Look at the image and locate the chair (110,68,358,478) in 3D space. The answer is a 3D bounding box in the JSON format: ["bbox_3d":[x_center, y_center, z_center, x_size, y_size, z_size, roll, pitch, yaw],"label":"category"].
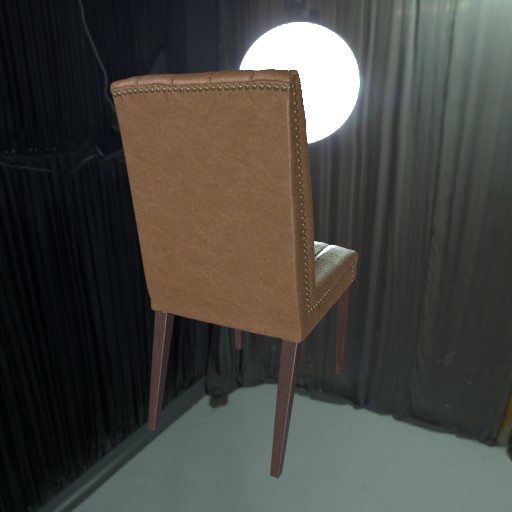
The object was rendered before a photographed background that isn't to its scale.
[{"bbox_3d":[0.000,0.000,1.384,0.511,1.016,0.647,8,19,25],"label":"chair"}]
